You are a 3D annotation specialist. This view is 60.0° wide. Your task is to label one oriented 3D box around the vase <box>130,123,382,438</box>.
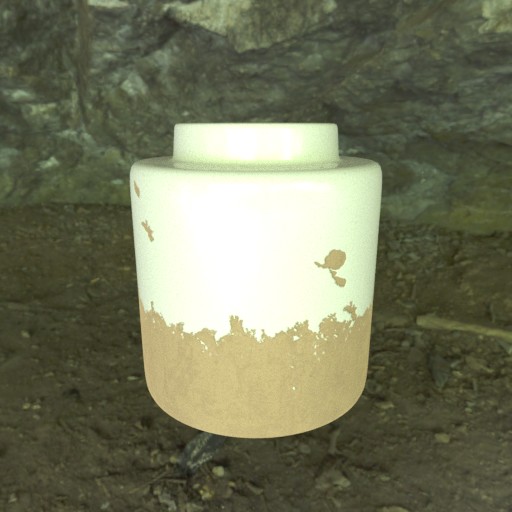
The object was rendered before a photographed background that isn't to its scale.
[{"bbox_3d":[0.000,0.000,0.292,0.153,0.167,0.153,0,16,0],"label":"vase"}]
